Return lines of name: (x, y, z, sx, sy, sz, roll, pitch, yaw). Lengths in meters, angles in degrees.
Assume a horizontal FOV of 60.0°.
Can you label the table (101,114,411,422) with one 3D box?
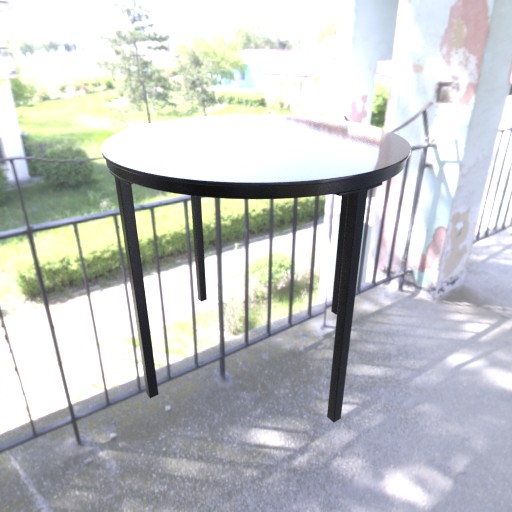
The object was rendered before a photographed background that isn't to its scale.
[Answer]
table: (0.000, 0.000, 0.845, 0.499, 0.443, 0.499, 0, 27, 0)
